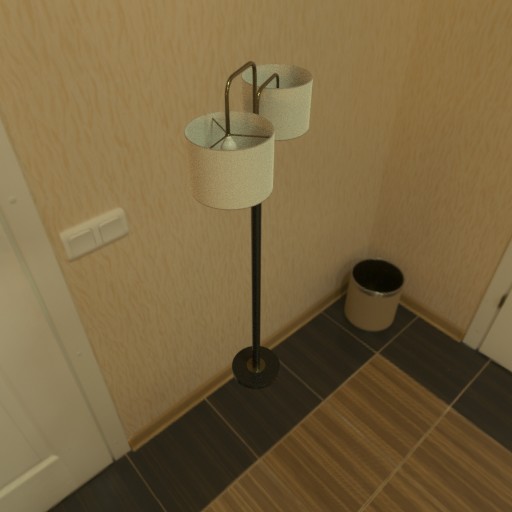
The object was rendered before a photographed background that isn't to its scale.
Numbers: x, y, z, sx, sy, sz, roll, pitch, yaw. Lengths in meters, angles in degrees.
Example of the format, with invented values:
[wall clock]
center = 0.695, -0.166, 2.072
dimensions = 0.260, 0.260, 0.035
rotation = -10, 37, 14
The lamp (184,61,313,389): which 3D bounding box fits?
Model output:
[lamp]
center = 0.000, 0.000, 1.841
dimensions = 0.254, 1.587, 0.711
rotation = 13, 43, 14
